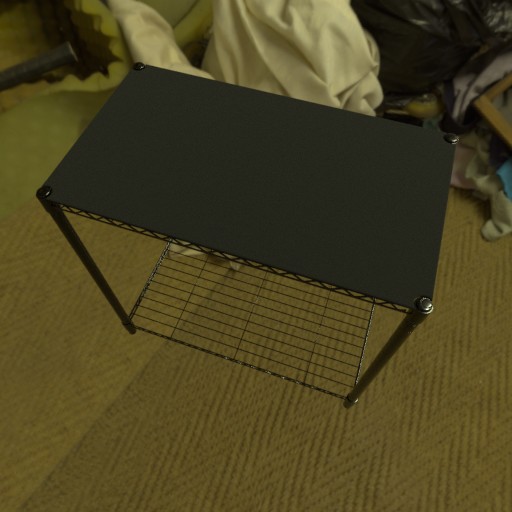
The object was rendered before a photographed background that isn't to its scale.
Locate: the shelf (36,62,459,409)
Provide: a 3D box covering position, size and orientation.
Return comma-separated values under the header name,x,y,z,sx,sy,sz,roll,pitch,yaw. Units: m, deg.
name,x,y,z,sx,sy,sz,roll,pitch,yaw
shelf,0.000,0.000,0.931,0.589,0.564,0.338,16,60,10
